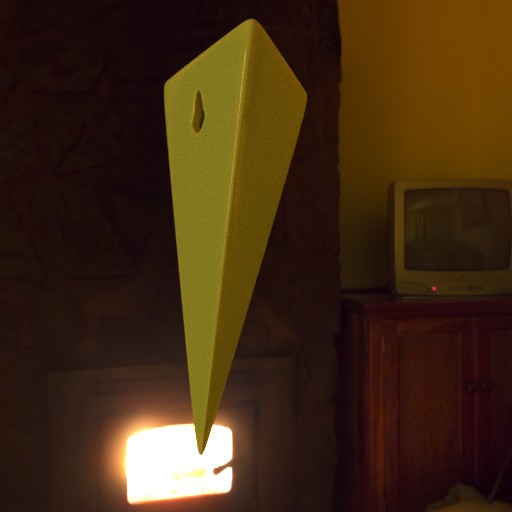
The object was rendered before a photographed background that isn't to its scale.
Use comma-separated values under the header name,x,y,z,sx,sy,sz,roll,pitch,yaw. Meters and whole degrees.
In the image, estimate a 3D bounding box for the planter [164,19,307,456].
name,x,y,z,sx,sy,sz,roll,pitch,yaw
planter,0.000,0.000,0.215,0.064,0.178,0.080,0,1,-35
